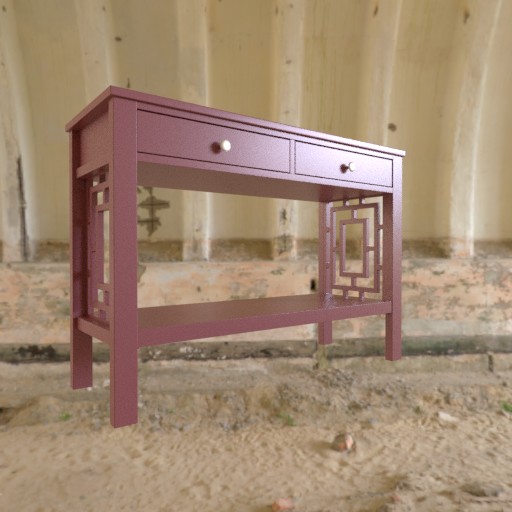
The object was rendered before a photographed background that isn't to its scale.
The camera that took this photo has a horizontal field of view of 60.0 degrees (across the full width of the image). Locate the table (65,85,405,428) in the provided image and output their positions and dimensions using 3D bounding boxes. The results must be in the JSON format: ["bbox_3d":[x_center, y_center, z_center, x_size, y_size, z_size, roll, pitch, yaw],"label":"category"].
[{"bbox_3d":[0.000,0.000,1.434,1.068,0.753,0.397,-1,1,-37],"label":"table"}]
